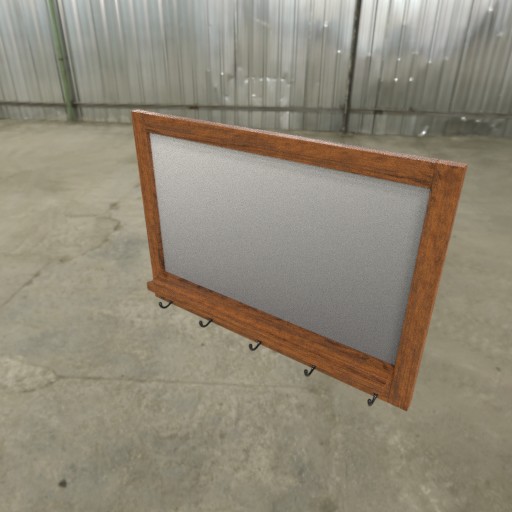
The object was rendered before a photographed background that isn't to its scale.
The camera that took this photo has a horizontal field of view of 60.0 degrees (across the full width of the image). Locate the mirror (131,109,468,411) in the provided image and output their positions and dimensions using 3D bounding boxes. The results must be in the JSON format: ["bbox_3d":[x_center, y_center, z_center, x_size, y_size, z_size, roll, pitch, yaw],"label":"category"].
[{"bbox_3d":[0.000,0.000,0.989,0.758,0.537,0.084,19,34,30],"label":"mirror"}]
